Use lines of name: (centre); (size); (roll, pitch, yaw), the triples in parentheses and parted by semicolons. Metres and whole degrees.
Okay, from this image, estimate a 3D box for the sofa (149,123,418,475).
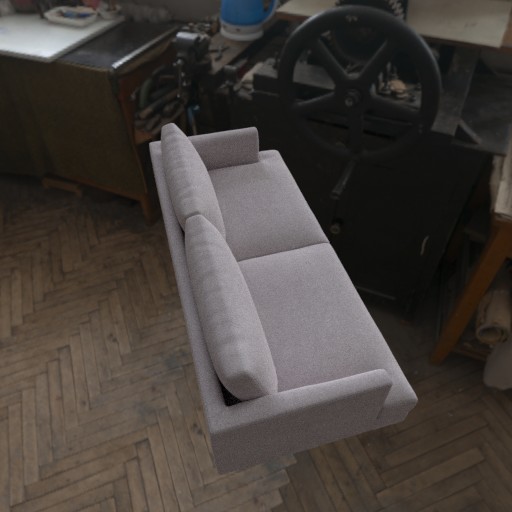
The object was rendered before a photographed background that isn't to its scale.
sofa: (0.000, 0.000, 2.775); (1.020, 0.868, 2.250); (-12, 48, -11)
